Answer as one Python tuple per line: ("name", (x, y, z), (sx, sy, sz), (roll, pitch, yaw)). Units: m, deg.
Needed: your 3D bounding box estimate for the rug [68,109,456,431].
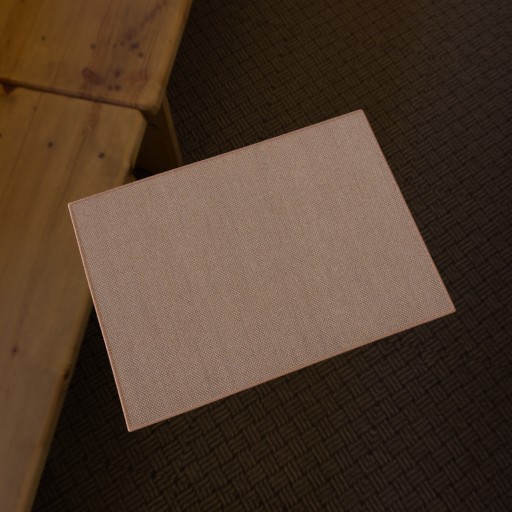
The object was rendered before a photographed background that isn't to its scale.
("rug", (0.000, 0.000, 2.872), (2.134, 0.013, 1.524), (-19, 77, -5))
